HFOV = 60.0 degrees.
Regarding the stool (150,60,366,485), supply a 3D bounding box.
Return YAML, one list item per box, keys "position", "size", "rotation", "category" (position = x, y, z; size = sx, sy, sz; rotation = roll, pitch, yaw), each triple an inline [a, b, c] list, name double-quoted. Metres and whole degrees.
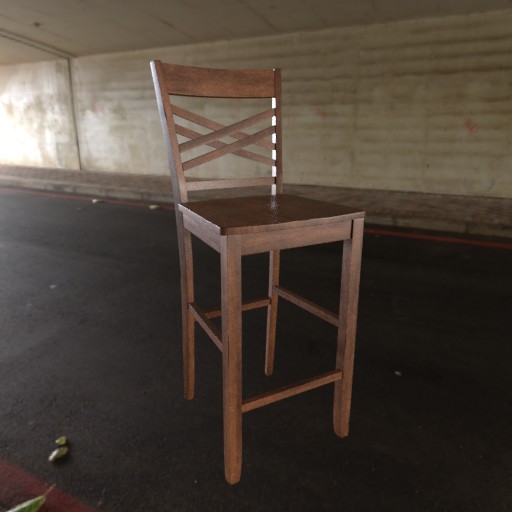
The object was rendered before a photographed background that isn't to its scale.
- position: [0.000, 0.000, 1.328]
  size: [0.433, 1.105, 0.487]
  rotation: [-9, 19, -28]
  category: "stool"
